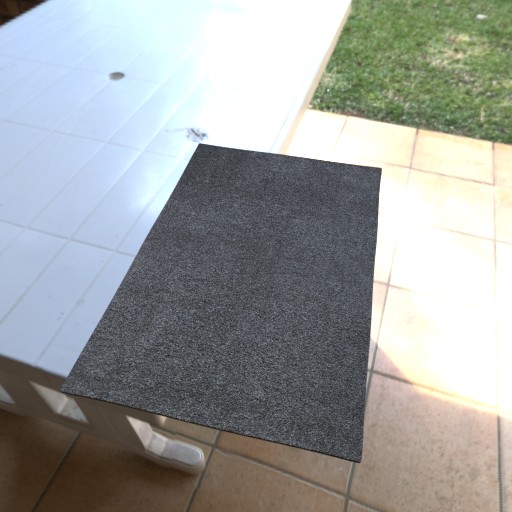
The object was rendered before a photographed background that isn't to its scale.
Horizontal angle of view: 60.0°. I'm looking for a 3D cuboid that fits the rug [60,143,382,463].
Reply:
[{"bbox_3d":[0.000,0.000,3.419,1.802,0.026,2.699,10,48,9],"label":"rug"}]
